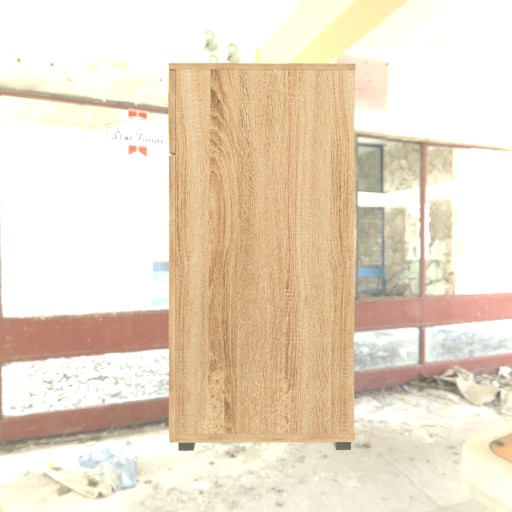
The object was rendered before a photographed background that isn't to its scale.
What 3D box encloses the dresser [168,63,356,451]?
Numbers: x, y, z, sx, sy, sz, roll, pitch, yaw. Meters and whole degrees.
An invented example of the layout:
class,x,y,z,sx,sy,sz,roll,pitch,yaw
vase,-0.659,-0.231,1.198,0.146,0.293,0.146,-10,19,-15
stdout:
class,x,y,z,sx,sy,sz,roll,pitch,yaw
dresser,0.000,0.000,1.576,0.450,0.900,1.100,0,1,-1
